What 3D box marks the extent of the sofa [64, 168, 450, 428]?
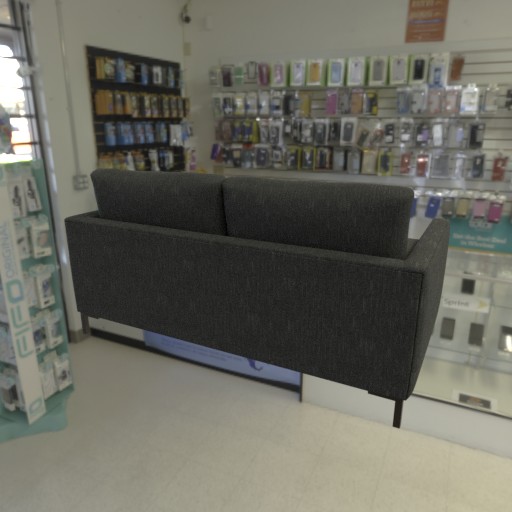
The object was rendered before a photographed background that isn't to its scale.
[{"bbox_3d":[0.000,0.000,2.214,1.716,0.862,0.866,9,19,26],"label":"sofa"}]
